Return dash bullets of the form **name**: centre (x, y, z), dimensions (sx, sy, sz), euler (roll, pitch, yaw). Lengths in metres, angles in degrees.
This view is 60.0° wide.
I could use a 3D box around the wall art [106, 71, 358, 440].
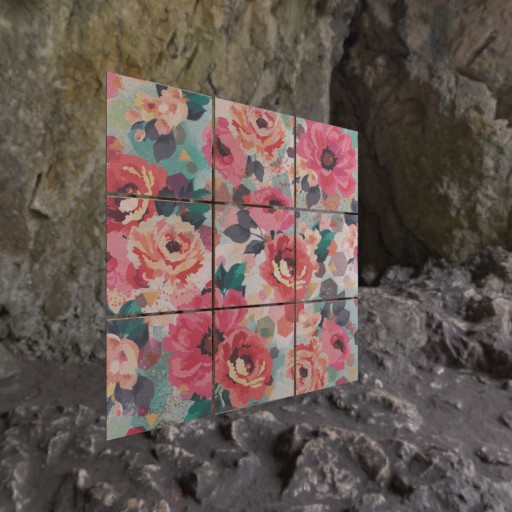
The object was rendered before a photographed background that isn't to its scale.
- **wall art**: centre (0.000, 0.000, 2.272), dimensions (1.521, 1.519, 0.013), euler (0, 0, -36)
